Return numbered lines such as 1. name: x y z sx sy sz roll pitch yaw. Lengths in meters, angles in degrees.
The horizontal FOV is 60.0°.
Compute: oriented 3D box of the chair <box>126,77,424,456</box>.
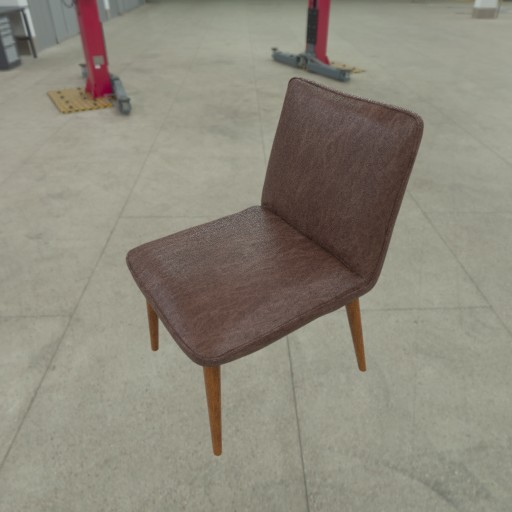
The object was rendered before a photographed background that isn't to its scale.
1. chair: 0.000 0.000 1.220 0.645 0.803 0.543 -23 40 -30
